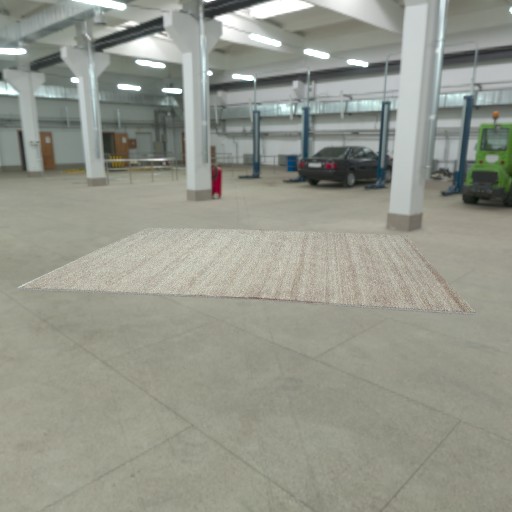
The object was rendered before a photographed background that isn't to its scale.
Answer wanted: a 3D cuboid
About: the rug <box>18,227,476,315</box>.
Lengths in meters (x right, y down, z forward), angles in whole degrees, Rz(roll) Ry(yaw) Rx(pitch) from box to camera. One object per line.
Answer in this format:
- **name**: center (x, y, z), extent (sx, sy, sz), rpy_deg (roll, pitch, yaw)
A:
- **rug**: center (0.000, 0.000, 4.196), extent (3.202, 0.045, 2.434), rpy_deg (2, 14, 9)
